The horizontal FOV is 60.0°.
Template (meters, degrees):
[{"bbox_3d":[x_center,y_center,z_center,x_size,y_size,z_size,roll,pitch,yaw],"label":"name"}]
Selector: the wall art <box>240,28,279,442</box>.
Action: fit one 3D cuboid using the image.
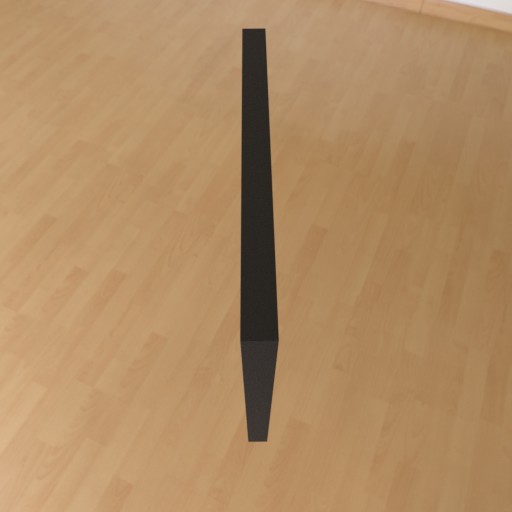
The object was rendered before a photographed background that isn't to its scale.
[{"bbox_3d":[0.000,0.000,0.756,0.036,0.503,0.506,-1,57,0],"label":"wall art"}]
